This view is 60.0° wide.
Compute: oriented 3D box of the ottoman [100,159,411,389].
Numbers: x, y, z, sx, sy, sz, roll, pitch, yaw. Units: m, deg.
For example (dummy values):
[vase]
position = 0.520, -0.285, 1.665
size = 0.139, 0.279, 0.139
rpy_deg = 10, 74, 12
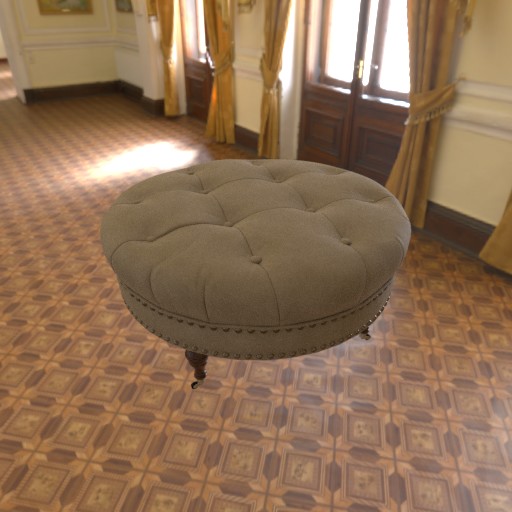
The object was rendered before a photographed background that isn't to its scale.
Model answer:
[ottoman]
position = 0.000, 0.000, 1.412
size = 0.901, 0.439, 0.901
rpy_deg = 0, 30, 0
